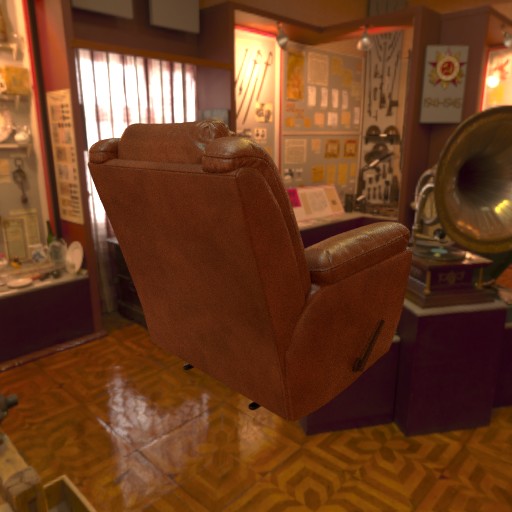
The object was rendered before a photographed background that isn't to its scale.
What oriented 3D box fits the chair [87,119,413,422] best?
[{"bbox_3d":[0.000,0.000,1.917,1.041,1.093,0.990,-14,20,-43],"label":"chair"}]
